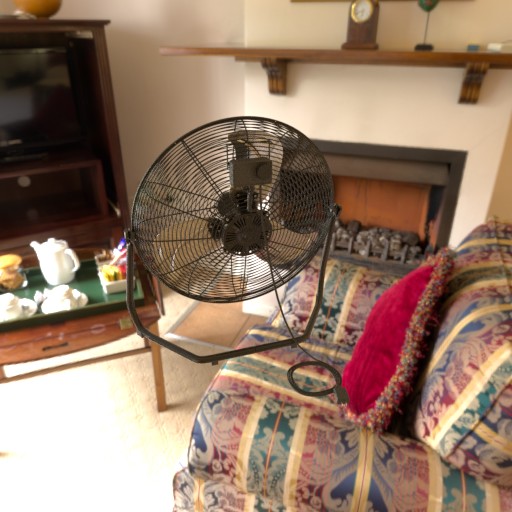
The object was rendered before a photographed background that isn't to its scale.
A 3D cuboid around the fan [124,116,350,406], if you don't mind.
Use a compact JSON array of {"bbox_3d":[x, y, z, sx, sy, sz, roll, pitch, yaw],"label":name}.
[{"bbox_3d":[0.000,0.000,0.942,0.555,0.546,0.424,-8,28,-16],"label":"fan"}]
